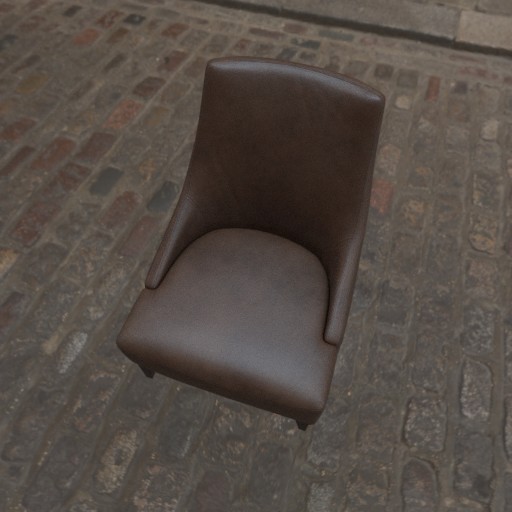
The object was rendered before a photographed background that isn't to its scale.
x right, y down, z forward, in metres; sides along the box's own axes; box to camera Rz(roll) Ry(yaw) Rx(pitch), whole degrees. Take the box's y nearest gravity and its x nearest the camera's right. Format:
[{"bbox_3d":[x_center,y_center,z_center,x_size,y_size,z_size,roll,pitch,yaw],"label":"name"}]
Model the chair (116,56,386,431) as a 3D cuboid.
[{"bbox_3d":[0.000,0.000,1.493,0.701,0.909,0.861,16,59,10],"label":"chair"}]
